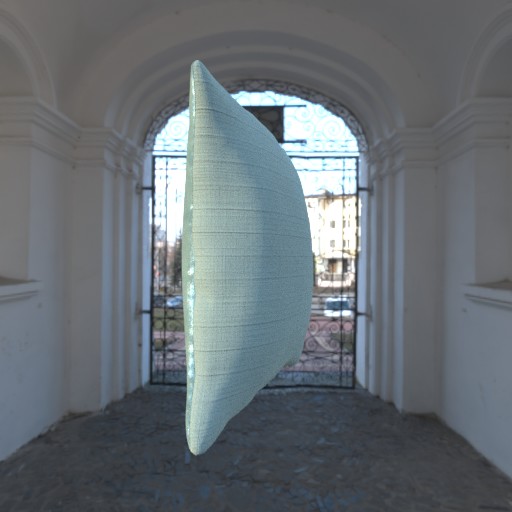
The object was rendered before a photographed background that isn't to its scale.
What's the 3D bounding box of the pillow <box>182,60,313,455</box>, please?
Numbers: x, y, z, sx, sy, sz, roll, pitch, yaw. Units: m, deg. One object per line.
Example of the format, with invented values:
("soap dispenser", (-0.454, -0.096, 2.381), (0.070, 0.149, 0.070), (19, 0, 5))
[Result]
("pillow", (0.000, 0.000, 0.733), (0.175, 0.464, 0.470), (0, 0, 17))
